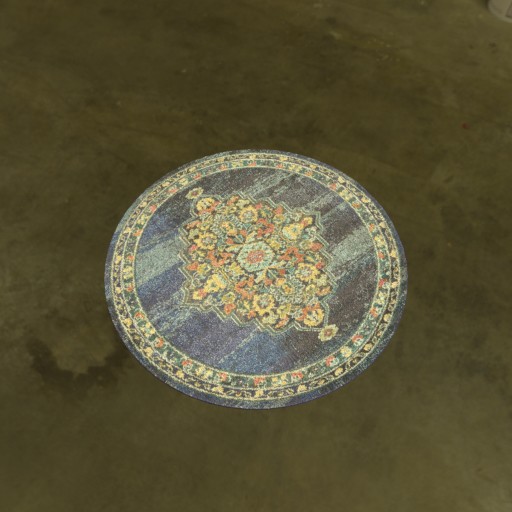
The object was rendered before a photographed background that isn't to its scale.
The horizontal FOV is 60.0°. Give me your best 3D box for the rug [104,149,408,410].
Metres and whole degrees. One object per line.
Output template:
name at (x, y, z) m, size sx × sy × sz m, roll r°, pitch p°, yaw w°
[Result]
rug at (0.000, 0.000, 2.361) m, size 1.591 × 0.010 × 1.591 m, roll 0°, pitch 57°, yaw 0°
